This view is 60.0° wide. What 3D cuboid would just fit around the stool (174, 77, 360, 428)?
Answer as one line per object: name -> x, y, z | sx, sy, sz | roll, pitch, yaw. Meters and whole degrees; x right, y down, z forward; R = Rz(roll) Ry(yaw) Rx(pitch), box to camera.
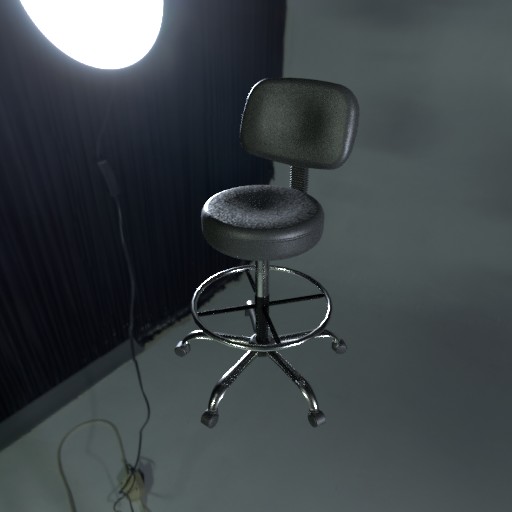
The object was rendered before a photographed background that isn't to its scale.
stool -> 0.000, 0.000, 1.511 | 0.694, 1.069, 0.658 | 18, 34, 28
